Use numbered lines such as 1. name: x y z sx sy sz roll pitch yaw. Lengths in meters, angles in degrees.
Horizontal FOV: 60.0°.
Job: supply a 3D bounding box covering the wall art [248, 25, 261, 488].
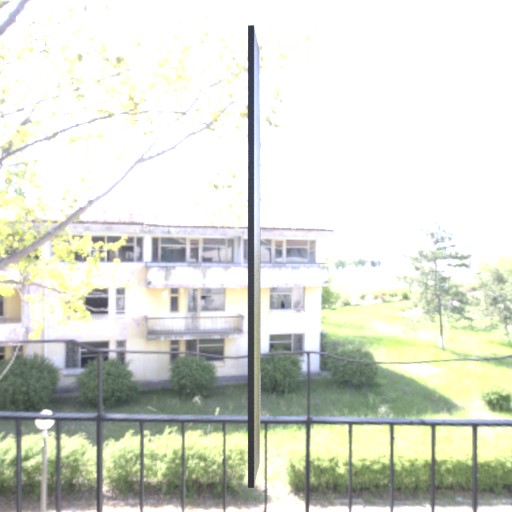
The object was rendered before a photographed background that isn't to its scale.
1. wall art: 0.000 0.000 0.911 0.018 0.660 0.559 0 0 1
